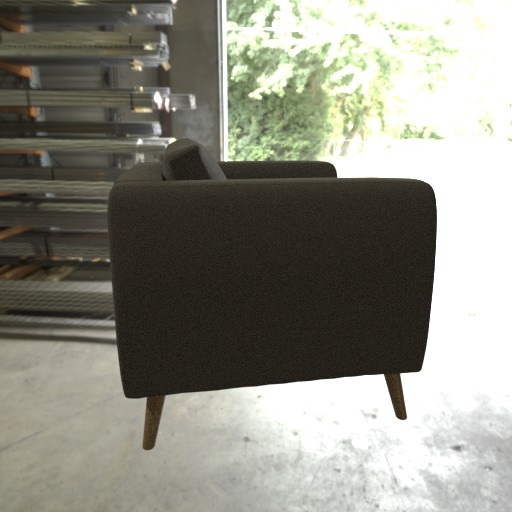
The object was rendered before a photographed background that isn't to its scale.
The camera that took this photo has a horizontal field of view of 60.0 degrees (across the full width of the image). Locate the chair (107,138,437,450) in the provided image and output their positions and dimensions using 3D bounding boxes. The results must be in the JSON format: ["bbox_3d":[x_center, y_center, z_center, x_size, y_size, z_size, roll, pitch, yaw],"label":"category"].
[{"bbox_3d":[0.000,0.000,1.684,0.930,0.860,1.000,-3,16,-10],"label":"chair"}]
